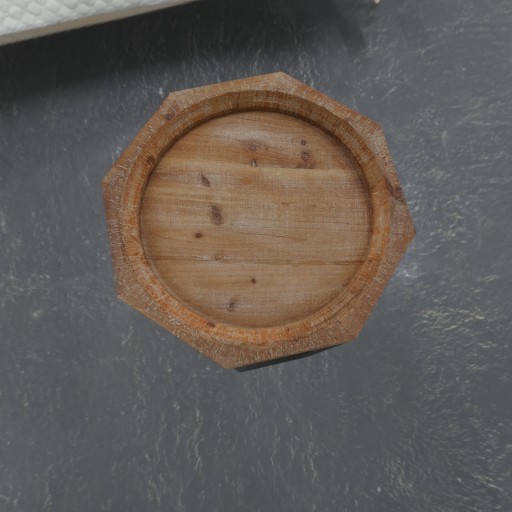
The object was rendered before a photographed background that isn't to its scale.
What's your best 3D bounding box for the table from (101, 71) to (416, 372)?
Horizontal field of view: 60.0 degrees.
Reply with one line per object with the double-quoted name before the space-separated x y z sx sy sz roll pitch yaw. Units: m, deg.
"table" 0.000 0.000 0.896 0.458 0.543 0.458 -34 77 -9
